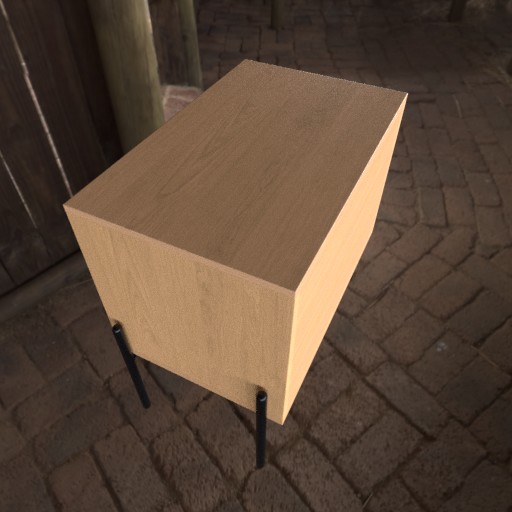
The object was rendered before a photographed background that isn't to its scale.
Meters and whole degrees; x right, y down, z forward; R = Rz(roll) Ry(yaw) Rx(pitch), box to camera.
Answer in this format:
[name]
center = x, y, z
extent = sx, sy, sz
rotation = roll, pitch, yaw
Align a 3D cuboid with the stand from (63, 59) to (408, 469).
[stand]
center = 0.000, 0.000, 0.998
extent = 0.400, 0.600, 0.630
rotation = 20, 49, 18
